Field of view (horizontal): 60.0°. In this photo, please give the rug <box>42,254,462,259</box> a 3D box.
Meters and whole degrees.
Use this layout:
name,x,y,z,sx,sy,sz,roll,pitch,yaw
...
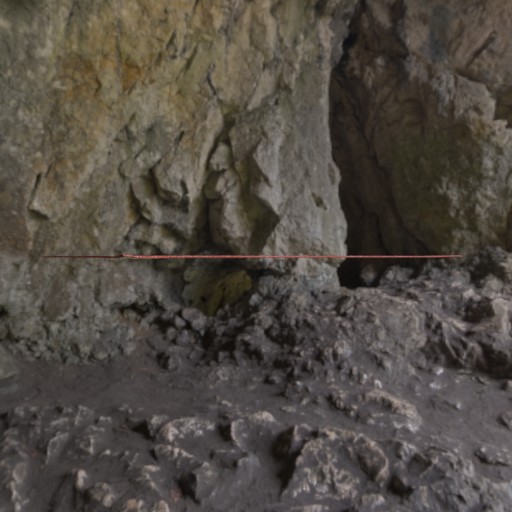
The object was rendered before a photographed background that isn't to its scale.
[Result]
name,x,y,z,sx,sy,sz,roll,pitch,yaw
rug,0.000,0.000,2.873,2.286,0.026,1.521,0,0,-36
